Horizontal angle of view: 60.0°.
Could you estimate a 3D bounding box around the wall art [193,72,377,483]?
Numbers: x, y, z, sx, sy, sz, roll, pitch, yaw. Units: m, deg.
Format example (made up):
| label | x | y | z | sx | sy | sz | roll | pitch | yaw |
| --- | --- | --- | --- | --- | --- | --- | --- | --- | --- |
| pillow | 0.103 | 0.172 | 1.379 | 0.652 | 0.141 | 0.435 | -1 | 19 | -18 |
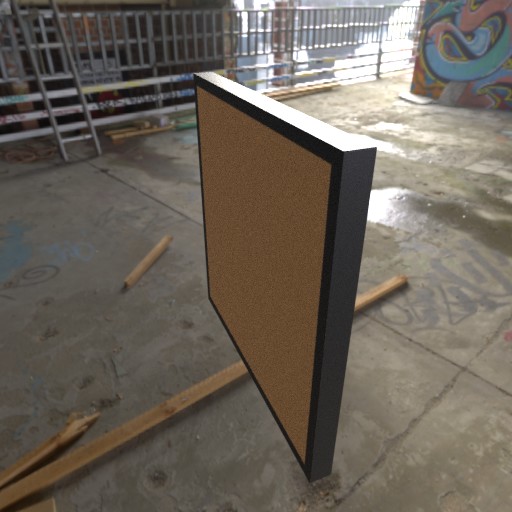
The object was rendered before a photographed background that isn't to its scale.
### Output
| label | x | y | z | sx | sy | sz | roll | pitch | yaw |
| --- | --- | --- | --- | --- | --- | --- | --- | --- | --- |
| wall art | 0.000 | 0.000 | 0.741 | 0.037 | 0.506 | 0.506 | -12 | 33 | -19 |
